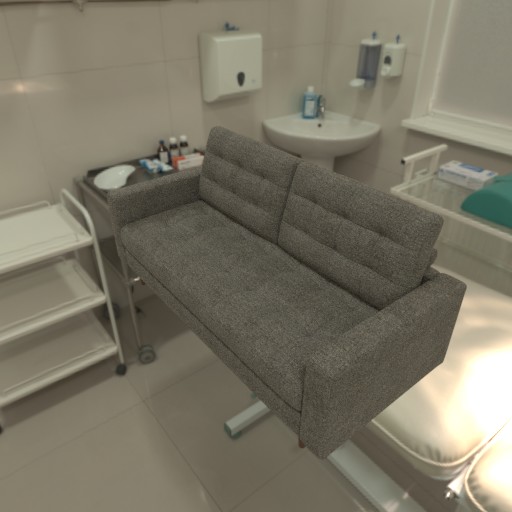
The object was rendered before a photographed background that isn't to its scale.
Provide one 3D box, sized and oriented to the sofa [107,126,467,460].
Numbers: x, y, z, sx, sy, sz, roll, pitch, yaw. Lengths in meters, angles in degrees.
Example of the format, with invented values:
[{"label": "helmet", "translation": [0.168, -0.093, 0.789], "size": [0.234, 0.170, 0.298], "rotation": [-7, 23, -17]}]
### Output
[{"label": "sofa", "translation": [0.000, 0.000, 2.314], "size": [0.863, 0.902, 1.821], "rotation": [-23, 39, -32]}]
